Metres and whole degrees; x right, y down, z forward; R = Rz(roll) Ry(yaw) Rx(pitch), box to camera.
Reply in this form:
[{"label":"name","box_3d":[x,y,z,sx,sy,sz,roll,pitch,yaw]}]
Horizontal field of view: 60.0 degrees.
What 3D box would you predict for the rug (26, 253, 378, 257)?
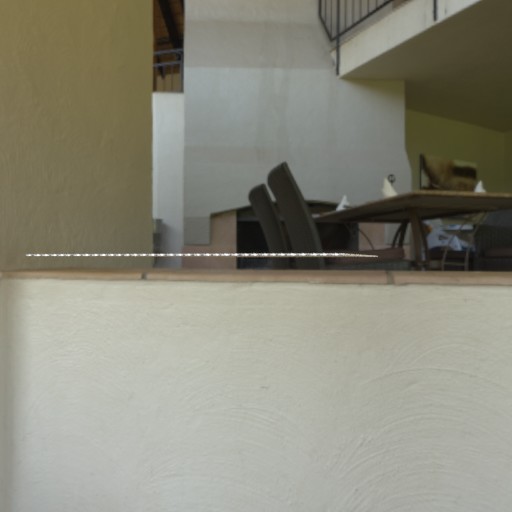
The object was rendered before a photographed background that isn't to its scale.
[{"label":"rug","box_3d":[0.000,0.000,2.447,1.196,0.008,2.006,0,0,19]}]
